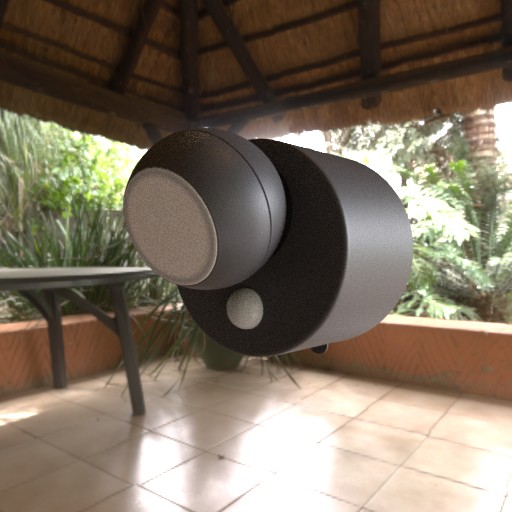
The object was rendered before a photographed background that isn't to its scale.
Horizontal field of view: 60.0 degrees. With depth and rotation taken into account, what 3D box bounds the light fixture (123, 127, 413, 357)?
[{"bbox_3d":[0.000,0.000,0.259,0.134,0.143,0.160,0,0,36],"label":"light fixture"}]
